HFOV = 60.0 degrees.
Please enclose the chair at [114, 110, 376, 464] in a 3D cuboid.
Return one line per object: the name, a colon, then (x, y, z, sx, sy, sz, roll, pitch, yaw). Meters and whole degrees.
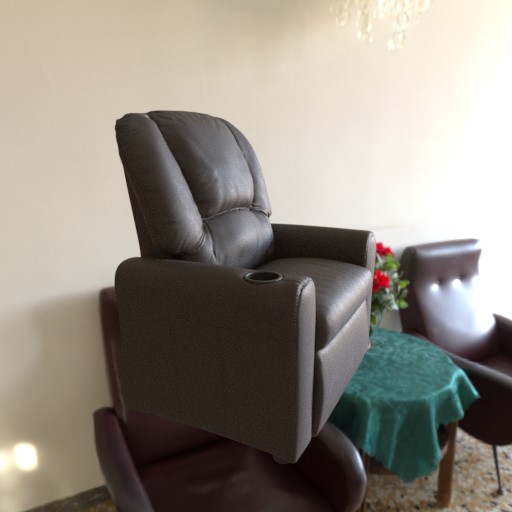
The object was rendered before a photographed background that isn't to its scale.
chair: (0.000, 0.000, 1.117, 0.521, 0.709, 0.610, 7, 16, 27)
